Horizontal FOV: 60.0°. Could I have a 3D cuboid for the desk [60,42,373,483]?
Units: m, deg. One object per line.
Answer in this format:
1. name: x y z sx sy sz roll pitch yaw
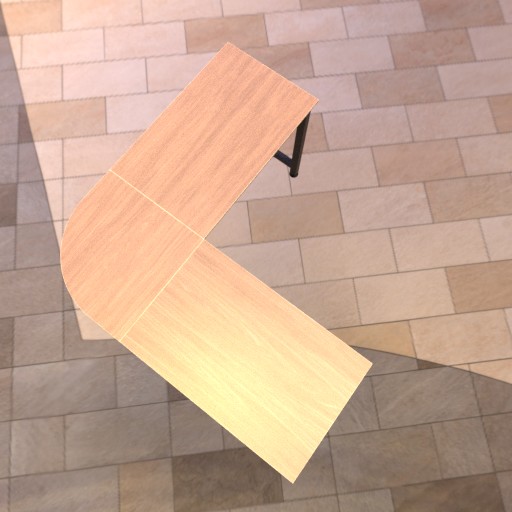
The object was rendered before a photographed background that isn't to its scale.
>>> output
1. desk: 0.000 0.000 2.271 1.400 0.762 1.400 36 78 9
